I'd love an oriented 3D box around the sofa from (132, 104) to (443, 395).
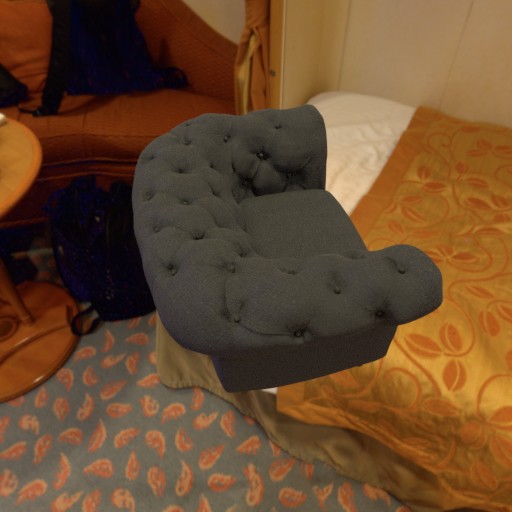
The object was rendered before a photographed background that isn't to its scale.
[{"bbox_3d":[0.000,0.000,2.108,1.032,0.878,1.405,-11,46,-10],"label":"sofa"}]
